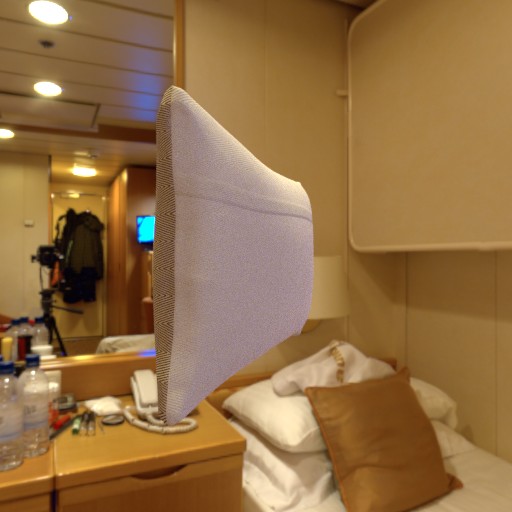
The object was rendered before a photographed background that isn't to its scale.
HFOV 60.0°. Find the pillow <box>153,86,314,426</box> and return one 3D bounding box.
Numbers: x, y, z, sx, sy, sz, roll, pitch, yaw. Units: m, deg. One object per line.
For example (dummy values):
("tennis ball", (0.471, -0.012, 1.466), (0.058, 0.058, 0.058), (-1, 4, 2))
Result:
("pillow", (0.000, 0.000, 0.629), (0.139, 0.305, 0.506), (0, 0, 18))
